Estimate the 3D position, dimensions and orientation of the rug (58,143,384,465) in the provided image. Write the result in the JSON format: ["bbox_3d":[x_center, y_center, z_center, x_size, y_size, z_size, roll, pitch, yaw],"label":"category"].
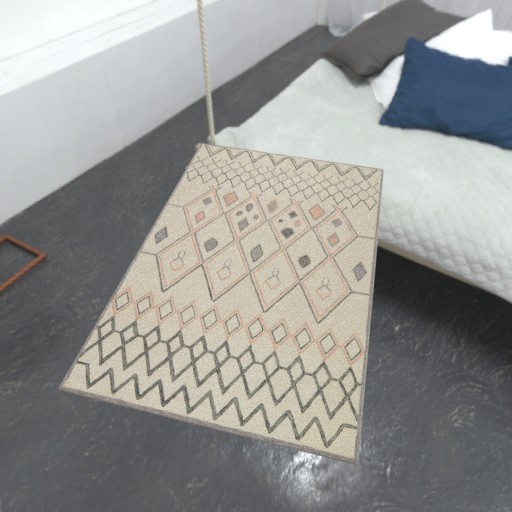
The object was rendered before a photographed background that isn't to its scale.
[{"bbox_3d":[0.000,0.000,2.314,1.219,0.016,1.829,10,48,9],"label":"rug"}]
